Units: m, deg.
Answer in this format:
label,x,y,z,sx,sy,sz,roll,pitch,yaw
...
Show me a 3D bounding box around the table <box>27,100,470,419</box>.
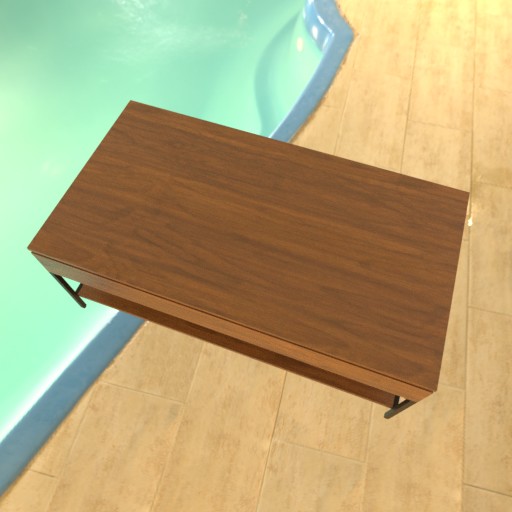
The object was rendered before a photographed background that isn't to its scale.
label,x,y,z,sx,sy,sz,roll,pitch,yaw
table,0.000,0.000,1.372,1.057,0.414,0.574,18,63,9
